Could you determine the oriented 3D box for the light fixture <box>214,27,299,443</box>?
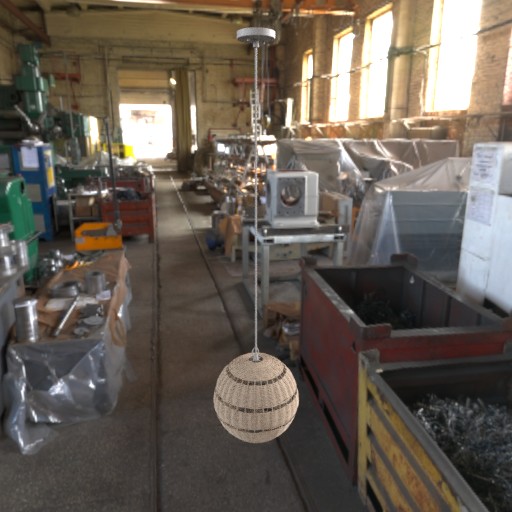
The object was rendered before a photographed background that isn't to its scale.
[{"bbox_3d":[0.000,0.000,2.190,0.457,2.019,0.457,14,20,42],"label":"light fixture"}]
